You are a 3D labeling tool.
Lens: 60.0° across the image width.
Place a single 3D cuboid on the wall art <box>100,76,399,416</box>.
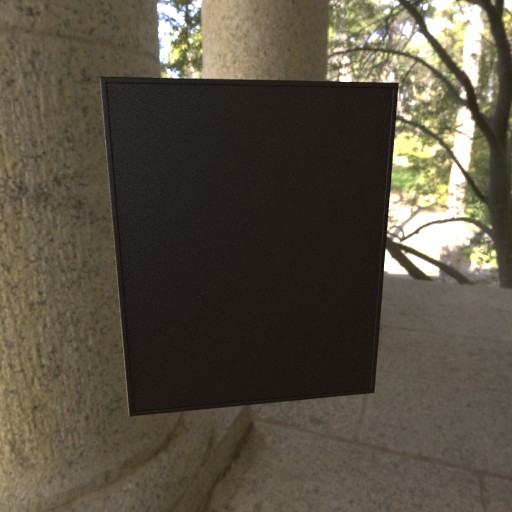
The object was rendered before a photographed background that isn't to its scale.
[{"bbox_3d":[0.000,0.000,0.744,0.451,0.551,0.028,-2,15,-9],"label":"wall art"}]
